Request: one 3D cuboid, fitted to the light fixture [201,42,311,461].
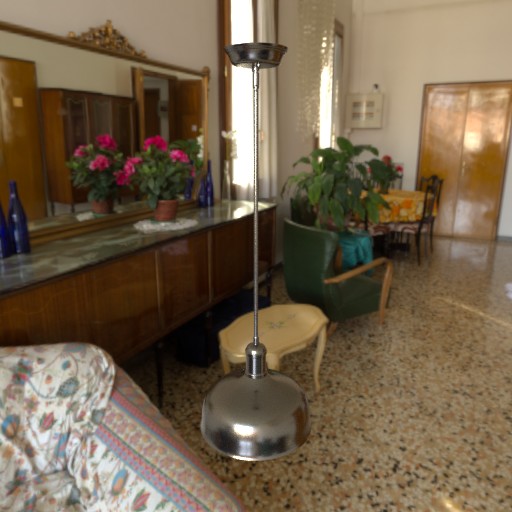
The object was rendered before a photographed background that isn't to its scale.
[{"bbox_3d":[0.000,0.000,1.088,0.299,0.935,0.299,-3,15,-10],"label":"light fixture"}]
